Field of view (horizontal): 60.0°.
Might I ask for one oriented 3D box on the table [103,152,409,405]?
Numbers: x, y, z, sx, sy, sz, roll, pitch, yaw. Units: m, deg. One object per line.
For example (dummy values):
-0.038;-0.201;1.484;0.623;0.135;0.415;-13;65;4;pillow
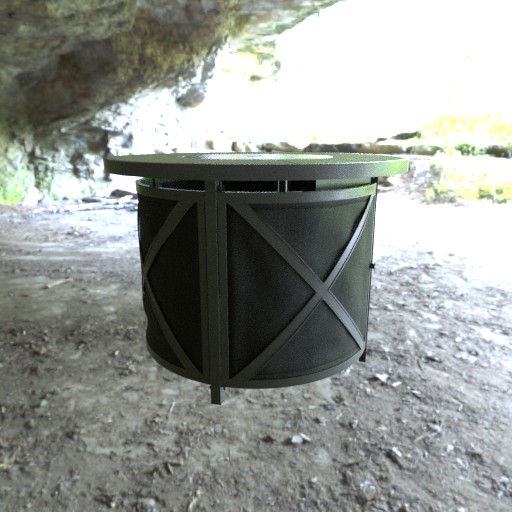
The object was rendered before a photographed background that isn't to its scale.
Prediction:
0.000;0.000;1.479;0.914;0.650;0.914;0;15;0;table
